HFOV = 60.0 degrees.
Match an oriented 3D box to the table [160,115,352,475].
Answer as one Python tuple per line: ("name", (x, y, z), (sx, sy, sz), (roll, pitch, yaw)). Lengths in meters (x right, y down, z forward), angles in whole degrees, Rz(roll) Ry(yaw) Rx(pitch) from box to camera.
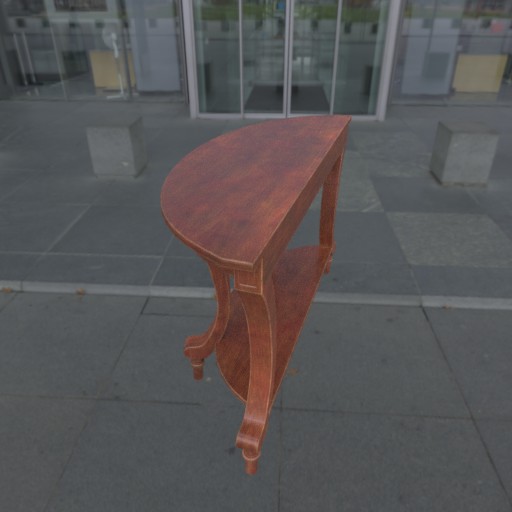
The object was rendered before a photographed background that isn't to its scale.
("table", (0.000, 0.000, 1.494), (0.394, 0.699, 1.198), (10, 32, 16))
